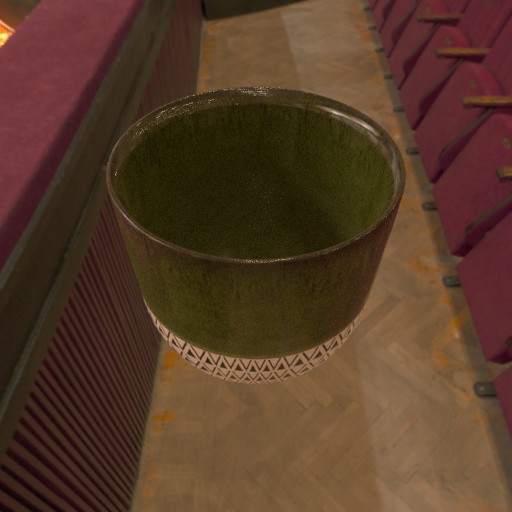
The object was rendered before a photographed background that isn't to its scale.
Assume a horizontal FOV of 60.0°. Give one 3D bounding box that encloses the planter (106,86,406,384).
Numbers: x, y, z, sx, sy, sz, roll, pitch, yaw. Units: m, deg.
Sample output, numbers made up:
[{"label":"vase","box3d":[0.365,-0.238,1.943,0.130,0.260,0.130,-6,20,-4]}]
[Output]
[{"label":"planter","box3d":[0.000,0.000,0.501,0.266,0.270,0.266,0,47,0]}]
